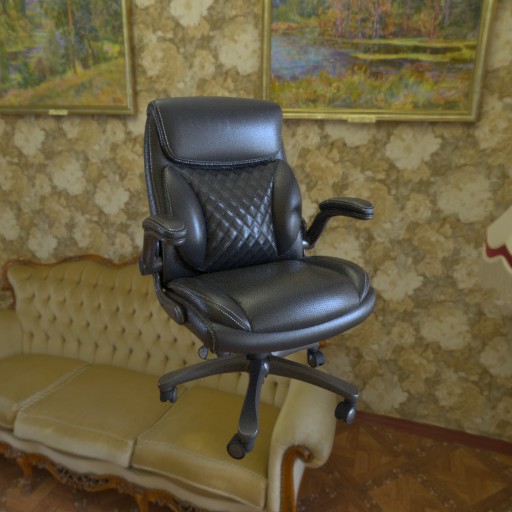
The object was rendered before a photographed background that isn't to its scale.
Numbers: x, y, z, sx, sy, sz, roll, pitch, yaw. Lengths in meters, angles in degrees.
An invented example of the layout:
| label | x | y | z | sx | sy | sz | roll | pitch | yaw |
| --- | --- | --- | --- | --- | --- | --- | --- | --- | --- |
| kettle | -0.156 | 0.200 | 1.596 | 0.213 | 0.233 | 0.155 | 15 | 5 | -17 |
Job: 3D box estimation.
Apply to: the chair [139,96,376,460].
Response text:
| label | x | y | z | sx | sy | sz | roll | pitch | yaw |
| --- | --- | --- | --- | --- | --- | --- | --- | --- | --- |
| chair | 0.000 | 0.000 | 1.596 | 0.782 | 1.110 | 0.724 | -9 | 19 | -27 |
